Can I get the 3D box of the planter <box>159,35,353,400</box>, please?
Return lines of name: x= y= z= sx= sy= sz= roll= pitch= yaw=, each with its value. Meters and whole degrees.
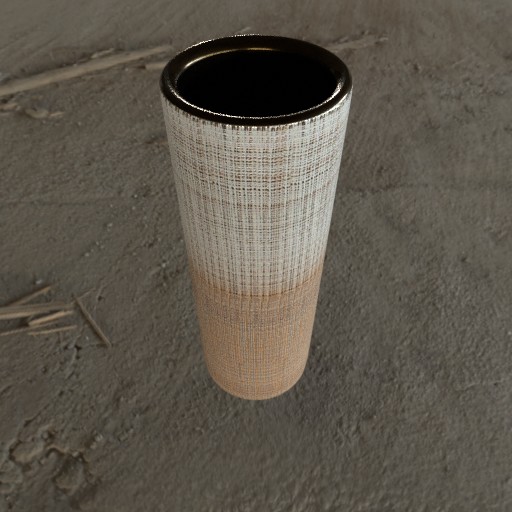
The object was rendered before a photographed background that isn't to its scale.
planter: x=0.000 y=0.000 z=0.328 sx=0.099 sy=0.278 sz=0.099 roll=-3 pitch=47 yaw=-3
